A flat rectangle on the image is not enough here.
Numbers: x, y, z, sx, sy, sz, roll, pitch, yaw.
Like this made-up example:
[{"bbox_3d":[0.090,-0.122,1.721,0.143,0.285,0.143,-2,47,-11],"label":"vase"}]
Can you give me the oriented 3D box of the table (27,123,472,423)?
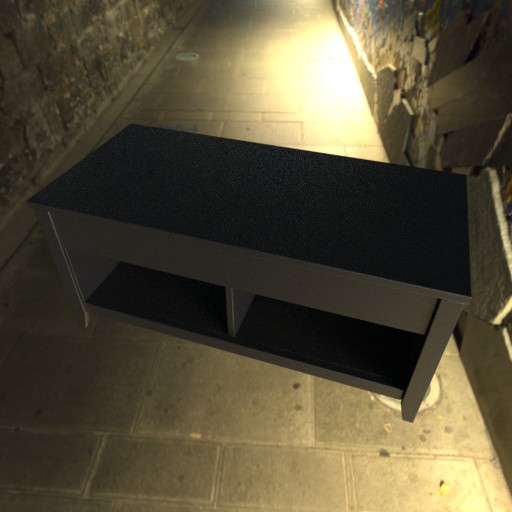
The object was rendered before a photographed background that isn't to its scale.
[{"bbox_3d":[0.000,0.000,1.273,1.016,0.457,0.483,12,42,14],"label":"table"}]
